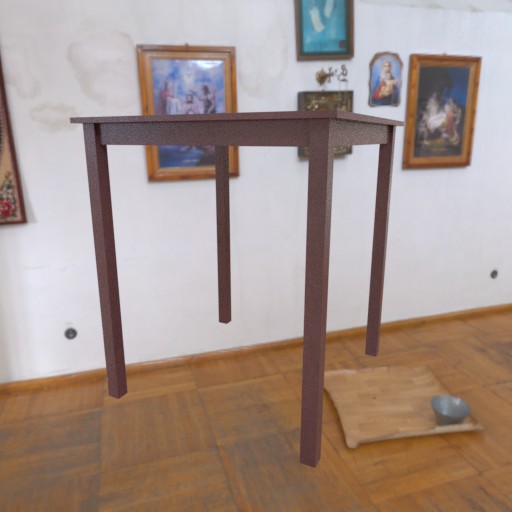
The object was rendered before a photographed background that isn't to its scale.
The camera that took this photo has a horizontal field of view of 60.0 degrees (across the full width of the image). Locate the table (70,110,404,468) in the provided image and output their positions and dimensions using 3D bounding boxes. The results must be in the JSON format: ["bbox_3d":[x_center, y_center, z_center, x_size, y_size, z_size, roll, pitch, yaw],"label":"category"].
[{"bbox_3d":[0.000,0.000,1.686,0.861,0.991,0.861,8,17,27],"label":"table"}]
